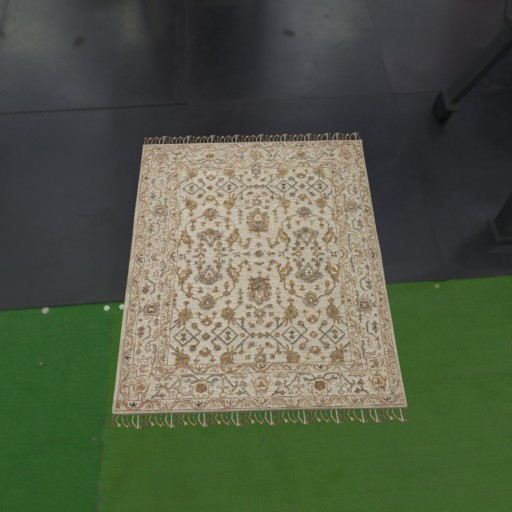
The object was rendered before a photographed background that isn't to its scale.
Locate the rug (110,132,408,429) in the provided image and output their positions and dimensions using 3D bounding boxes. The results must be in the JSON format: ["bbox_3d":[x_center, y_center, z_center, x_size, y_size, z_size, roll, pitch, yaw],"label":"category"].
[{"bbox_3d":[0.000,0.000,4.251,2.426,0.034,3.061,-1,63,-1],"label":"rug"}]
